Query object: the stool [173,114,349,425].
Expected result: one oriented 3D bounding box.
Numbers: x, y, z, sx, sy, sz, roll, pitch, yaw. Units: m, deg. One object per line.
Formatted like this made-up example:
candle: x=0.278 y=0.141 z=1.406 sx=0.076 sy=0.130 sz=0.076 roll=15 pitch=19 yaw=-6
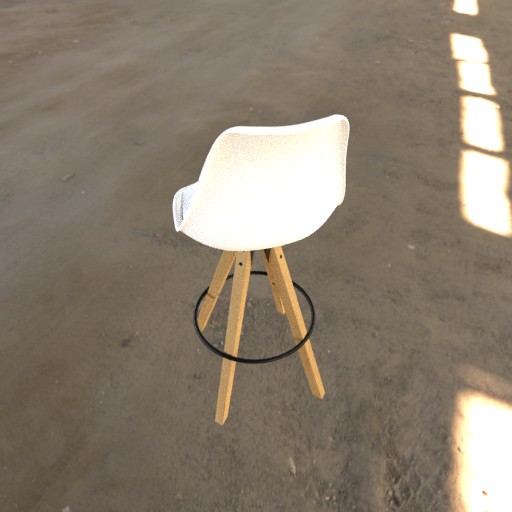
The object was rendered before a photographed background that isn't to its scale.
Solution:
stool: x=0.000 y=0.000 z=1.425 sx=0.482 sy=1.115 sz=0.549 roll=-10 pitch=42 yaw=-12
